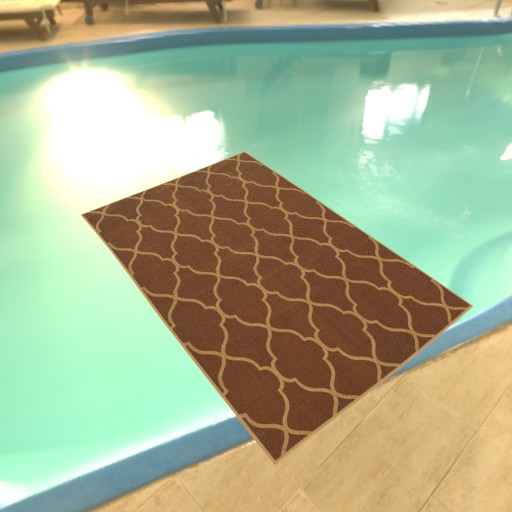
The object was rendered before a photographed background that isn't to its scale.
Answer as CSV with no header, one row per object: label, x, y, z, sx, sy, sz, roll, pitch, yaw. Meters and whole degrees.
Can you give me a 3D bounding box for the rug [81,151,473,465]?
rug,0.000,0.000,2.954,1.526,0.014,2.290,-28,50,-27
